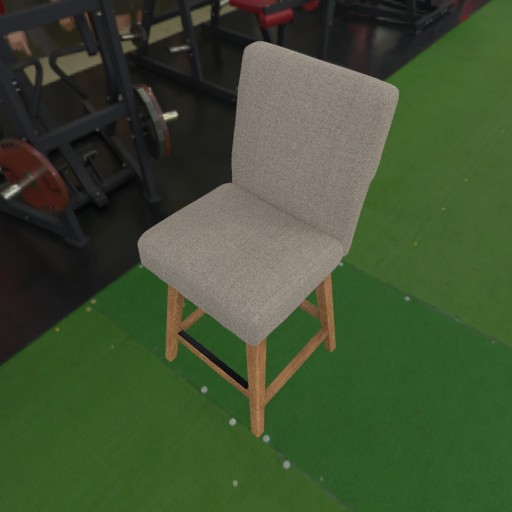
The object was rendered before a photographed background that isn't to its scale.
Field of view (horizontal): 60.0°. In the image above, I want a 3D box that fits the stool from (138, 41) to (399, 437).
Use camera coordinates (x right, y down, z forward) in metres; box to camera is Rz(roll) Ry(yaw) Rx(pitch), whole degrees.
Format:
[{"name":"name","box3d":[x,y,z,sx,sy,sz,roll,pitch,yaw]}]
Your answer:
[{"name":"stool","box3d":[0.000,0.000,1.323,0.459,1.010,0.526,32,54,27]}]
